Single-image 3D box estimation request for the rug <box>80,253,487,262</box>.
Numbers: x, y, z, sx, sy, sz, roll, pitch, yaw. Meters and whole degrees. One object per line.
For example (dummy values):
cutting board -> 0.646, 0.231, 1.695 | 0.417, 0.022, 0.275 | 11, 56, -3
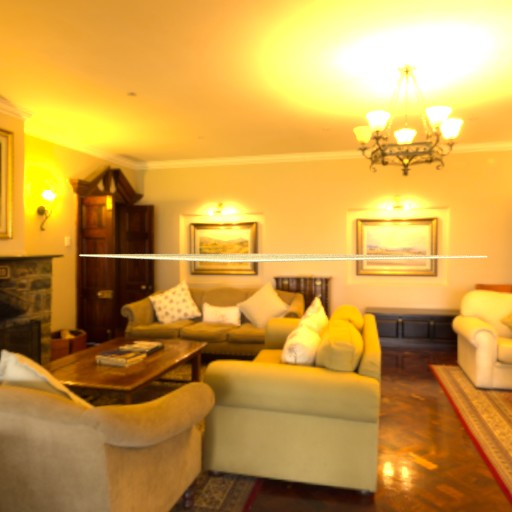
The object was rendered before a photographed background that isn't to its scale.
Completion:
rug -> 0.000, 0.000, 3.985 | 2.353, 0.014, 2.945 | -1, 1, -35
